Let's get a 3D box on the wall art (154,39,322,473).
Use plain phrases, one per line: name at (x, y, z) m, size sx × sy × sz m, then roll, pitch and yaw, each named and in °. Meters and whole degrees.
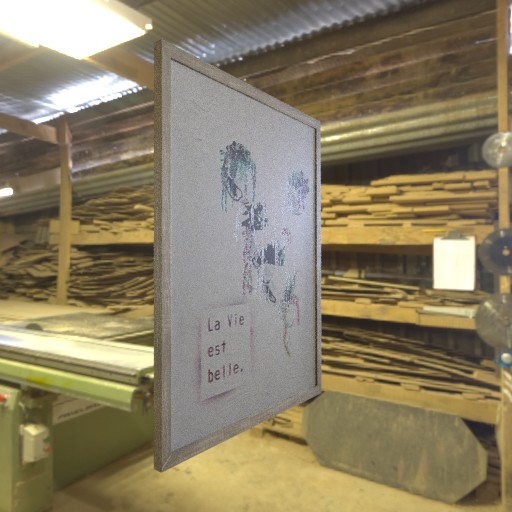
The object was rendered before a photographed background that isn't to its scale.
wall art at (0.000, 0.000, 1.365) m, size 0.035 × 1.022 × 0.781 m, roll 0°, pitch -1°, yaw 36°
